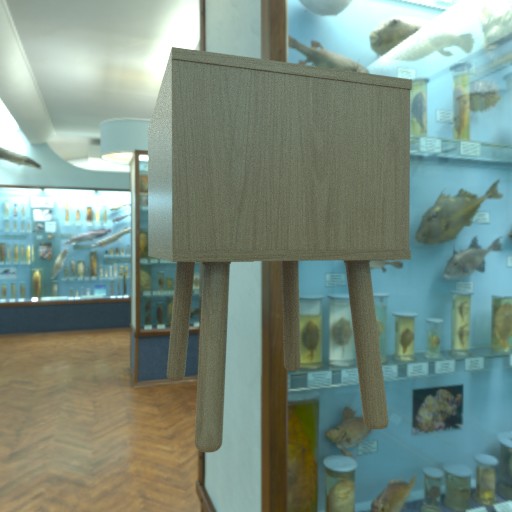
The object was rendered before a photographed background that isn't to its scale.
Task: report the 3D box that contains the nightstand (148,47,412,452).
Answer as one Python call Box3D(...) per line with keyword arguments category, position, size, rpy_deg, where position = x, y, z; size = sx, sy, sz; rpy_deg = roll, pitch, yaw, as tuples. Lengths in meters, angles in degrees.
Box3D(category="nightstand", position=(0.000, 0.000, 0.871), size=(0.380, 0.571, 0.450), rpy_deg=(0, 1, -18))
